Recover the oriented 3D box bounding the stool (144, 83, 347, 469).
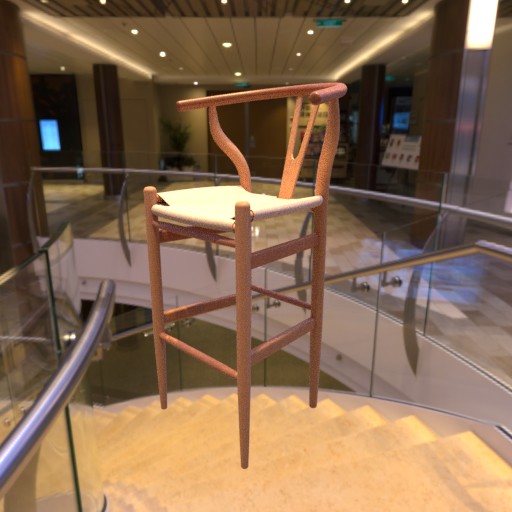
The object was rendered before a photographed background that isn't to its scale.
[{"bbox_3d":[0.000,0.000,1.423,0.574,1.068,0.561,15,22,42],"label":"stool"}]
